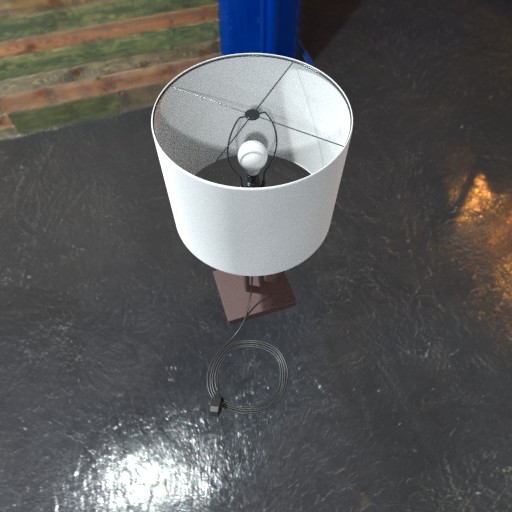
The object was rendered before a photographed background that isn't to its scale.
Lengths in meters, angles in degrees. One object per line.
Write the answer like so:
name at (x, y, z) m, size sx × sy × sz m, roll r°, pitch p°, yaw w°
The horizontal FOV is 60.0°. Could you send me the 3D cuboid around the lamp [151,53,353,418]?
lamp at (0.000, 0.000, 1.017) m, size 0.396 × 0.668 × 0.525 m, roll -15°, pitch 59°, yaw -10°
